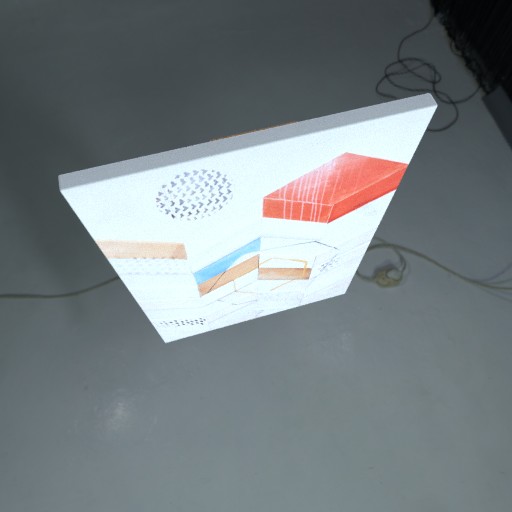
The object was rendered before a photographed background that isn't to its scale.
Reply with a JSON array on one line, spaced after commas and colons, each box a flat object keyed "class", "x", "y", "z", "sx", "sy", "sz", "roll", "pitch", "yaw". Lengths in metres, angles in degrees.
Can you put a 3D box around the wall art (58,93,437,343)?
[{"class": "wall art", "x": 0.000, "y": 0.000, "z": 1.078, "sx": 0.613, "sy": 0.848, "sz": 0.036, "roll": -14, "pitch": 65, "yaw": -7}]
